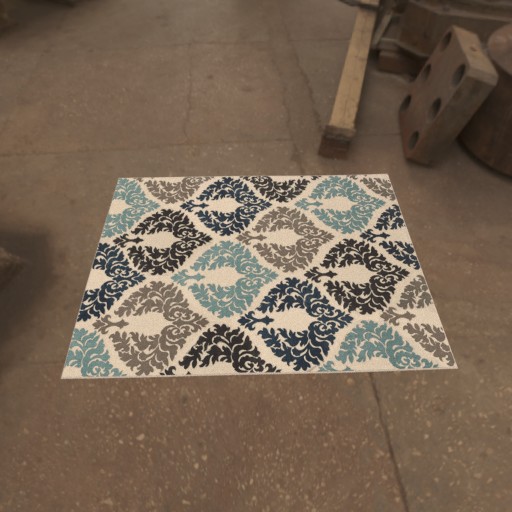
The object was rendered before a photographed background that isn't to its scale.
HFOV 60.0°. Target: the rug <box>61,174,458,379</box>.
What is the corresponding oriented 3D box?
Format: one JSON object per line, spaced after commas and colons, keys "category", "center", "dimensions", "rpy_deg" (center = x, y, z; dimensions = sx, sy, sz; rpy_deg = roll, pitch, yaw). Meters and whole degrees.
{"category": "rug", "center": [0.000, 0.000, 4.180], "dimensions": [3.040, 0.014, 2.423], "rpy_deg": [-1, 48, -1]}
